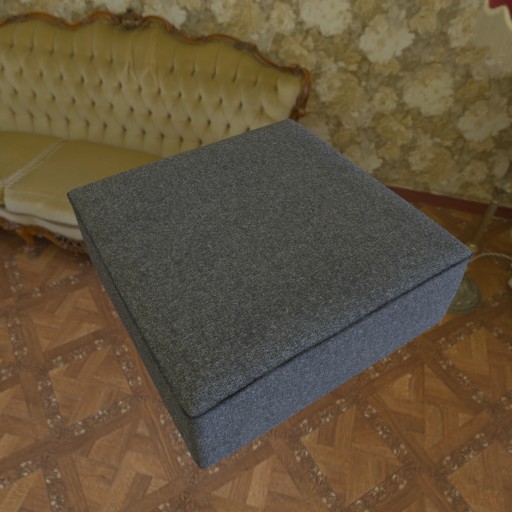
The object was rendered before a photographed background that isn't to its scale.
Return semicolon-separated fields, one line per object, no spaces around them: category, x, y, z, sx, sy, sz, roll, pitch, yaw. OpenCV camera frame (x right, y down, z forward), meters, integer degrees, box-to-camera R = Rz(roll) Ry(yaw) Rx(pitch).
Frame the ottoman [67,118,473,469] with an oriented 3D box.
ottoman;0.000;0.000;1.604;1.017;0.423;1.021;-24;50;-22
